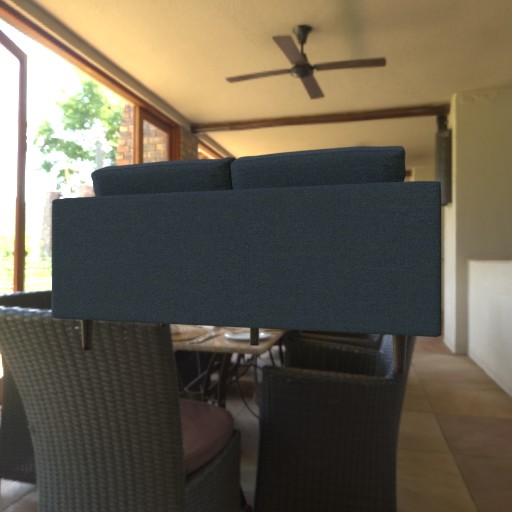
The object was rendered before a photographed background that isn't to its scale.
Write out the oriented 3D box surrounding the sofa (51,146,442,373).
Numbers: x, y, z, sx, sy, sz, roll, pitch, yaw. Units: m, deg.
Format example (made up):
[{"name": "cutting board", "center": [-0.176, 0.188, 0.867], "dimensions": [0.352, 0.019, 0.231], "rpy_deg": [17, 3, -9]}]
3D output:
[{"name": "sofa", "center": [0.000, 0.000, 2.262], "dimensions": [1.659, 0.907, 0.999], "rpy_deg": [0, 0, 17]}]
